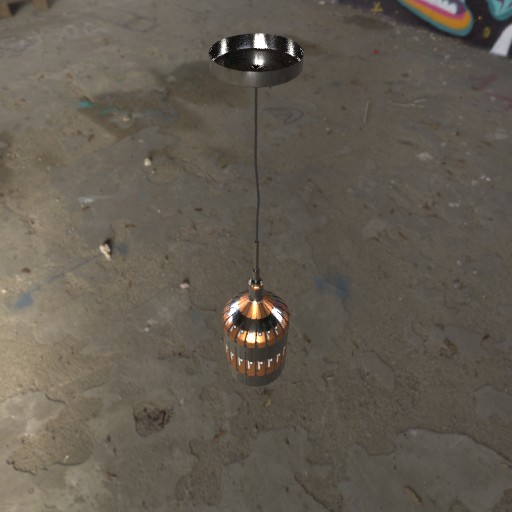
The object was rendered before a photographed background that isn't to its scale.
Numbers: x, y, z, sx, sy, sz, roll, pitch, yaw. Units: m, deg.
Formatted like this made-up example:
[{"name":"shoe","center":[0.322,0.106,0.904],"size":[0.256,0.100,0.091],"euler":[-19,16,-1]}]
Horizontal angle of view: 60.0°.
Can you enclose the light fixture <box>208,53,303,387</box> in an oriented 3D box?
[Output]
[{"name":"light fixture","center":[0.000,0.000,1.707],"size":[0.303,1.535,0.303],"euler":[0,46,0]}]
